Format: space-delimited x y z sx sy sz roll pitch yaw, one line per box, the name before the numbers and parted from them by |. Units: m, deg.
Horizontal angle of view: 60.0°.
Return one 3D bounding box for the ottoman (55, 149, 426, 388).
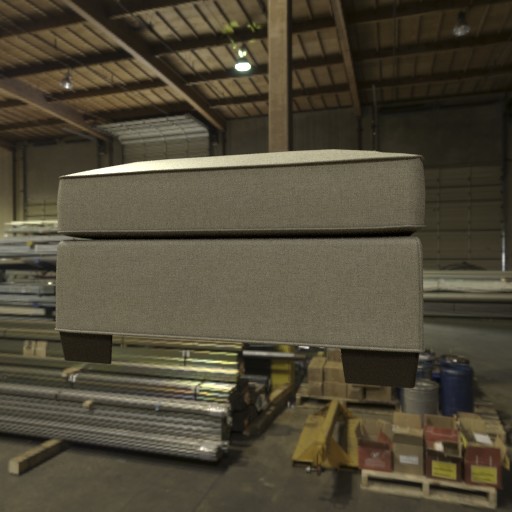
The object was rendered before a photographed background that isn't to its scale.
ottoman | 0.000 0.000 1.236 0.843 0.504 0.619 0 0 16
